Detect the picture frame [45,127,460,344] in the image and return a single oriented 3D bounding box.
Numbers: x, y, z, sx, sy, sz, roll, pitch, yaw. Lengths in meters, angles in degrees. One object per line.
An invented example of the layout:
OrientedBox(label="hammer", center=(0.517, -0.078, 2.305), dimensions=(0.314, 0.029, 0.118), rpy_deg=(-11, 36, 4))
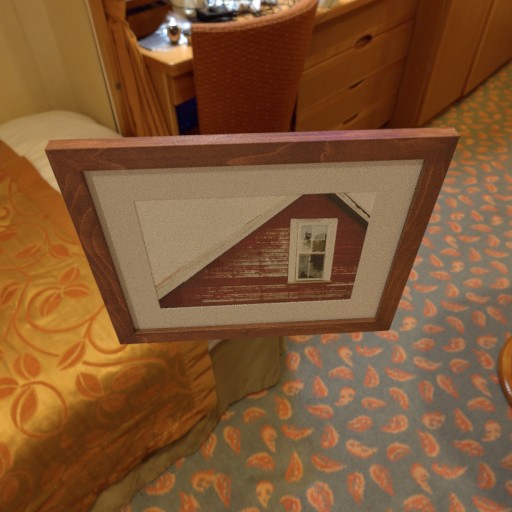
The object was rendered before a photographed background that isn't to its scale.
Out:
OrientedBox(label="picture frame", center=(0.000, 0.000, 0.766), dimensions=(0.559, 0.457, 0.025), rpy_deg=(-3, 45, -2))
